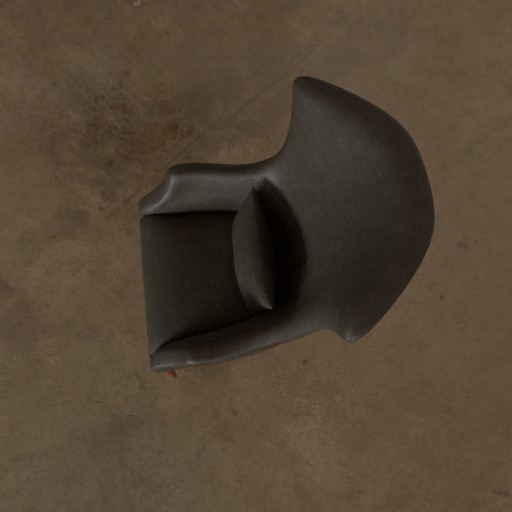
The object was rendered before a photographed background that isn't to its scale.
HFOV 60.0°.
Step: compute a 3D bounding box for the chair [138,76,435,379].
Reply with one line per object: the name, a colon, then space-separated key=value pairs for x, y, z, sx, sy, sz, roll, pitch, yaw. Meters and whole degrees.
chair: x=0.000 y=0.000 z=1.700 sx=0.954 sy=1.068 sz=0.819 roll=-8 pitch=73 yaw=-2
